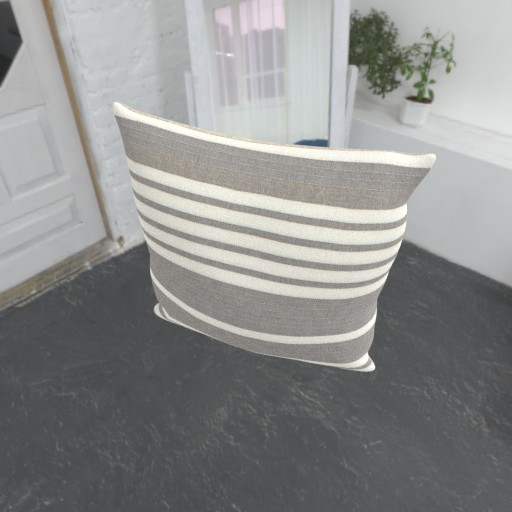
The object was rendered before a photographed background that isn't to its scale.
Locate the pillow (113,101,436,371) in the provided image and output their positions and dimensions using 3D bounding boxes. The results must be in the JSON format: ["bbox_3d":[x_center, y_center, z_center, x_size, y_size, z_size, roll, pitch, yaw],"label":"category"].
[{"bbox_3d":[0.000,0.000,0.697,0.439,0.440,0.182,13,42,14],"label":"pillow"}]
